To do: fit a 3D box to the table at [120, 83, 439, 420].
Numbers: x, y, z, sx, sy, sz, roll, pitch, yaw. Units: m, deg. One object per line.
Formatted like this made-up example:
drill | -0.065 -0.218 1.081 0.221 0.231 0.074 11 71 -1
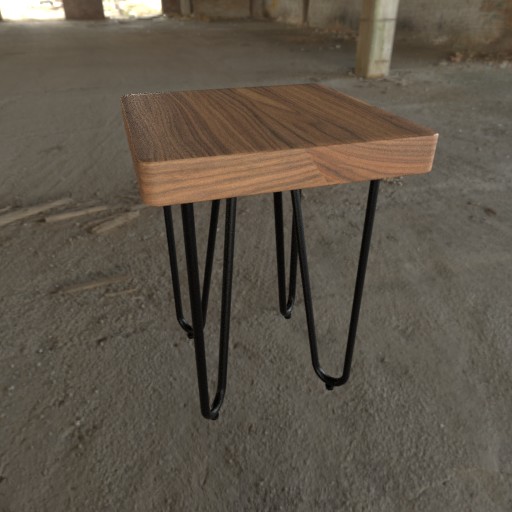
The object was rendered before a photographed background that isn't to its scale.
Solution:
table | 0.000 0.000 1.005 0.479 0.641 0.480 -9 32 -15
